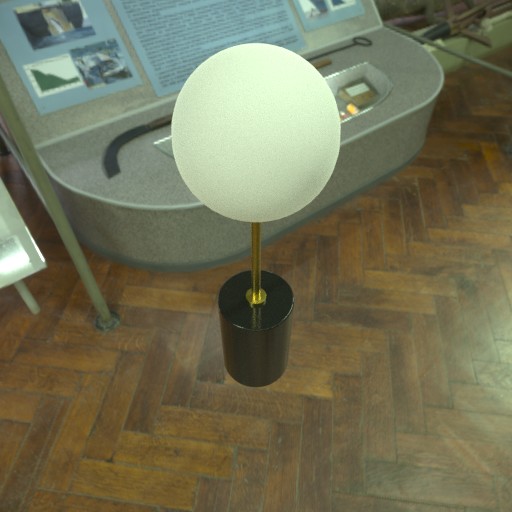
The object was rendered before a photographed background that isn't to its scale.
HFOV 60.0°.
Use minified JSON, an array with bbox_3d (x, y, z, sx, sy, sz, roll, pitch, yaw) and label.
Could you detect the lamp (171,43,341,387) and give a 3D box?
[{"bbox_3d":[0.000,0.000,0.528,0.153,0.480,0.153,0,48,0],"label":"lamp"}]
